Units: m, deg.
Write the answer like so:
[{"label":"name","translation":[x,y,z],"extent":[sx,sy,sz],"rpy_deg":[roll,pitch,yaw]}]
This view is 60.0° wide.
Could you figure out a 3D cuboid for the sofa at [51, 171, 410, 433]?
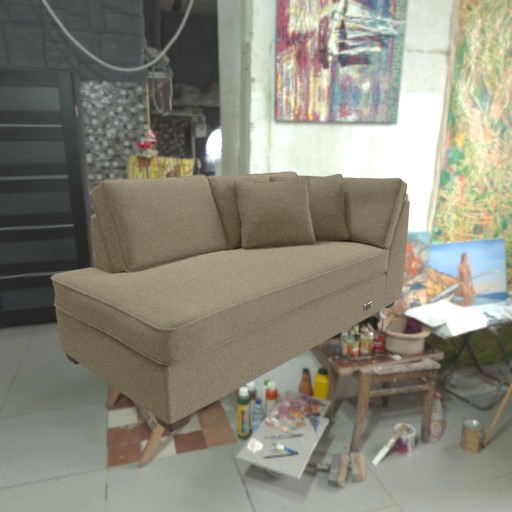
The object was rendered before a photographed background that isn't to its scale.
[{"label":"sofa","translation":[0.000,0.000,2.884],"extent":[1.110,1.033,2.237],"rpy_deg":[13,19,42]}]
